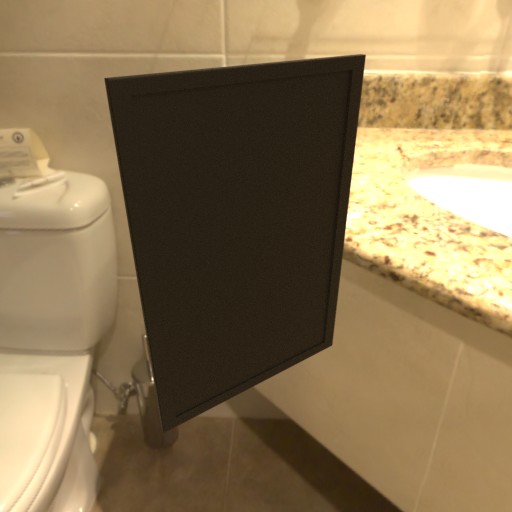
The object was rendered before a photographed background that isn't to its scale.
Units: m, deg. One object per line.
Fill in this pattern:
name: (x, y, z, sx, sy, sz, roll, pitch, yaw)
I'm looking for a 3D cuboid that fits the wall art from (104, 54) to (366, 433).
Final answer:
wall art: (0.000, 0.000, 0.826, 0.451, 0.661, 0.012, -19, 36, -29)
